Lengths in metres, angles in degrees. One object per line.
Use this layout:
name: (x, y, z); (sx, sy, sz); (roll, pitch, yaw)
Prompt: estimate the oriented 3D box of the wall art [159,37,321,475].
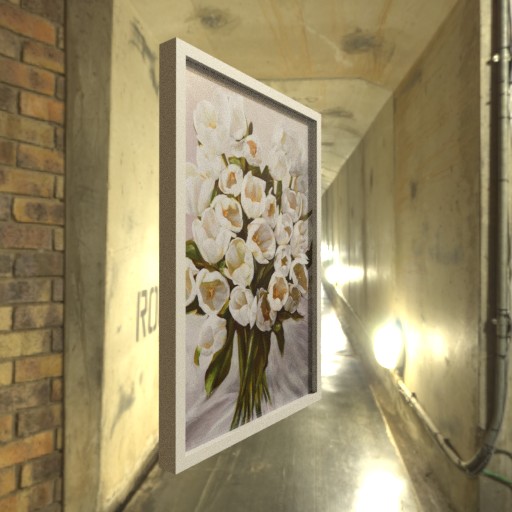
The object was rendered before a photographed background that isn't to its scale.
wall art: (0.000, 0.000, 0.856); (0.038, 0.657, 0.450); (0, 0, 37)
